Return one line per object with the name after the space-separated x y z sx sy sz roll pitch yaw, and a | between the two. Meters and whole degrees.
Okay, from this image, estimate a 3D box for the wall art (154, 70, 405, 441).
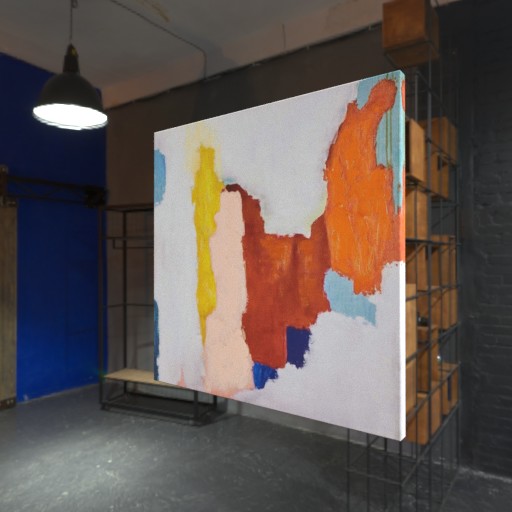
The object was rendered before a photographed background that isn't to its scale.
0.000 0.000 1.532 1.017 1.017 0.044 0 0 37 | wall art
